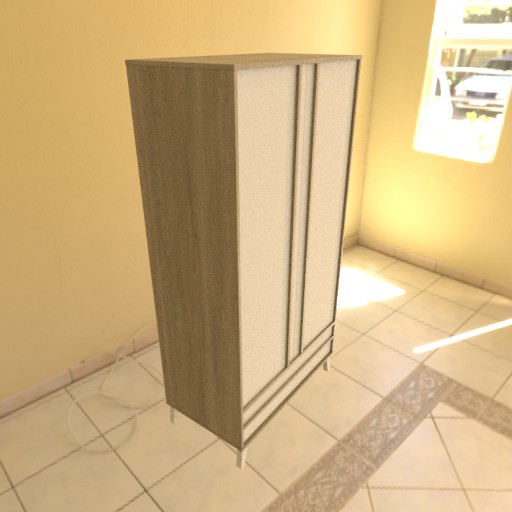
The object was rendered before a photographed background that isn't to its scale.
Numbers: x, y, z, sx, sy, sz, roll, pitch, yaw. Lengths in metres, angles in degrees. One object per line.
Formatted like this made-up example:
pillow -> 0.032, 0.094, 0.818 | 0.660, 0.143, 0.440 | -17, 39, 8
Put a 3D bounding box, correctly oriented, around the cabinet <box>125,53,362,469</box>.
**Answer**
cabinet -> 0.000, 0.000, 2.441 | 0.571, 1.999, 1.006 | 18, 32, 32
